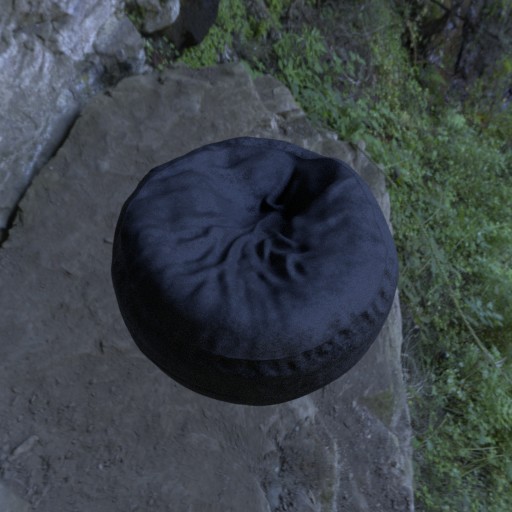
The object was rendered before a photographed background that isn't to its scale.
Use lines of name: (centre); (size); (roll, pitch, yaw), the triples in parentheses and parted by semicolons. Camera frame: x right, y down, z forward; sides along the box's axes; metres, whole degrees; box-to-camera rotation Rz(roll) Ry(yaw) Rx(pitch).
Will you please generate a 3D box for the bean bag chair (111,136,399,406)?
bean bag chair: (0.000, 0.000, 2.416); (1.525, 0.751, 1.525); (0, 63, 0)
